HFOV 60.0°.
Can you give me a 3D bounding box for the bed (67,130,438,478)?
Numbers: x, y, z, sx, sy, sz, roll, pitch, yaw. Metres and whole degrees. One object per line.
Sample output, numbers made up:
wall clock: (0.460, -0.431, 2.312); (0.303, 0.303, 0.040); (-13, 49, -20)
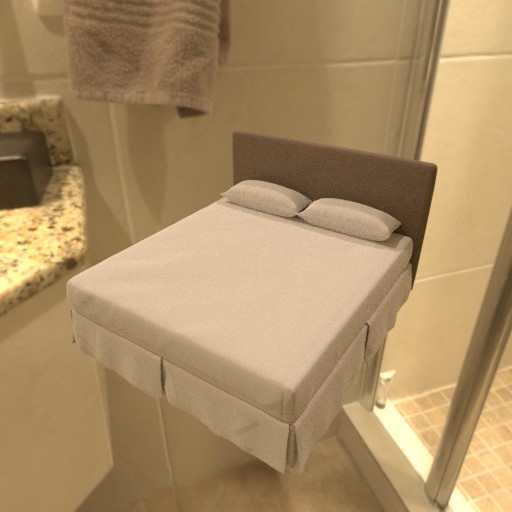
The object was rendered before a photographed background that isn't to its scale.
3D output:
bed: (0.000, 0.000, 3.603); (2.119, 1.317, 2.341); (18, 34, 29)
